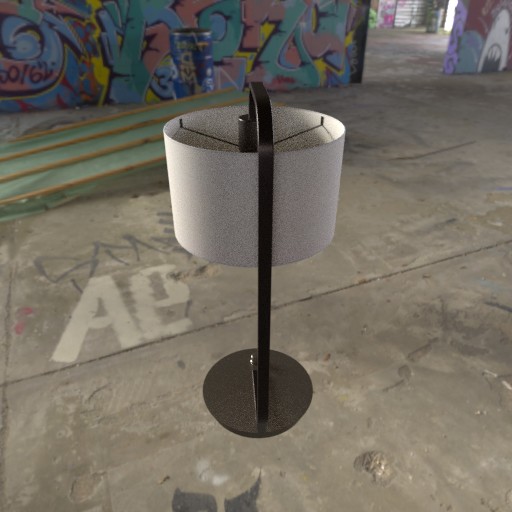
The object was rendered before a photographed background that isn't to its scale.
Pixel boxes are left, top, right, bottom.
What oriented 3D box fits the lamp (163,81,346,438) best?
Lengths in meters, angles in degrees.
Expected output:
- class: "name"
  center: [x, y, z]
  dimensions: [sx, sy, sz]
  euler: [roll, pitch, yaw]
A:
- class: "lamp"
  center: [0.000, 0.000, 0.635]
  dimensions: [0.230, 0.473, 0.288]
  euler: [-2, 31, -3]
